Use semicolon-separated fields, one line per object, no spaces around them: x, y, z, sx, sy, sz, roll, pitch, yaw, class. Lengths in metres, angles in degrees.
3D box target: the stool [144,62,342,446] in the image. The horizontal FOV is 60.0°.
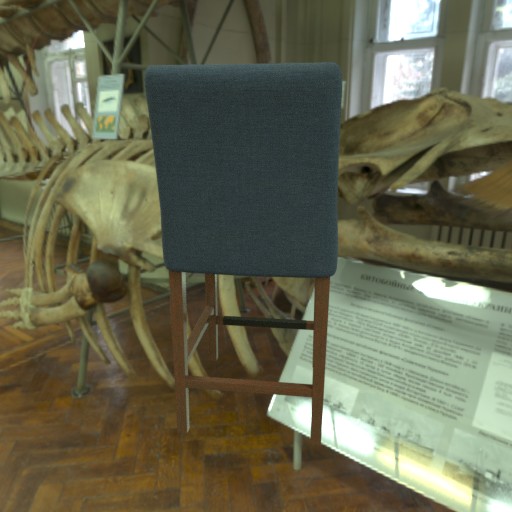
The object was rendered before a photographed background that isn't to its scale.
0.000;0.000;1.295;0.470;0.981;0.577;2;17;7;stool
